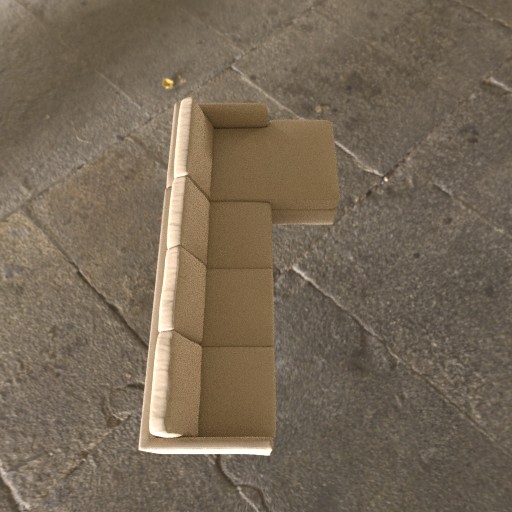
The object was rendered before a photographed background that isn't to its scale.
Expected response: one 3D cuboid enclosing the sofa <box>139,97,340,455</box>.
[{"bbox_3d":[0.000,0.000,3.937,1.622,0.871,3.206,0,64,0],"label":"sofa"}]
